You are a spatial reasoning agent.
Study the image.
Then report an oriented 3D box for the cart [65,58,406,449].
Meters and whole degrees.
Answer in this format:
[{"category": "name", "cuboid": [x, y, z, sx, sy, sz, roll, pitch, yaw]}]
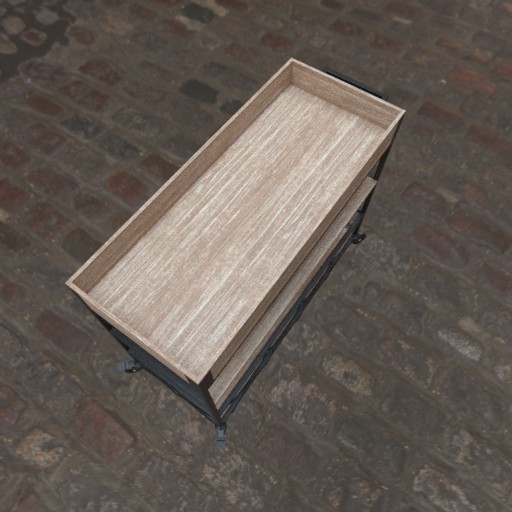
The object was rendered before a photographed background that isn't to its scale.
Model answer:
[{"category": "cart", "cuboid": [0.000, 0.000, 1.510, 0.500, 0.787, 1.101, 32, 66, 16]}]
